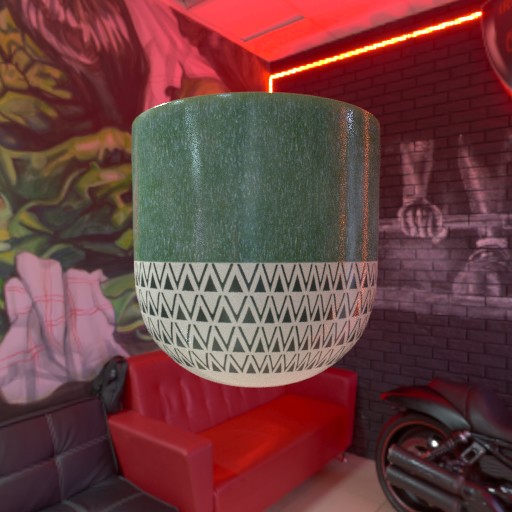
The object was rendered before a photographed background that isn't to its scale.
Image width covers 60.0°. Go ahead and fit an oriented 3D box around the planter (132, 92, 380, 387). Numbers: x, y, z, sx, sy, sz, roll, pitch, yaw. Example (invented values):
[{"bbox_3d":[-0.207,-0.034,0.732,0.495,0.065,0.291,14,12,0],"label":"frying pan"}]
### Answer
[{"bbox_3d":[0.000,0.000,0.493,0.266,0.270,0.266,0,0,0],"label":"planter"}]
